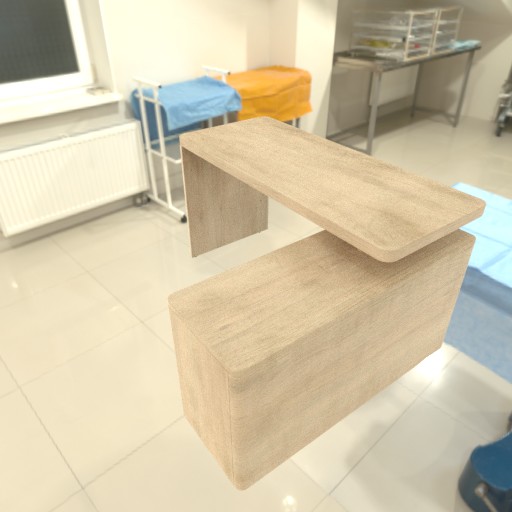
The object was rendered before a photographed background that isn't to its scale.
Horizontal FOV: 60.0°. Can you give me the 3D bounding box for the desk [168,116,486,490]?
[{"bbox_3d":[0.000,0.000,2.063,1.175,0.770,1.400,-22,40,-30],"label":"desk"}]
